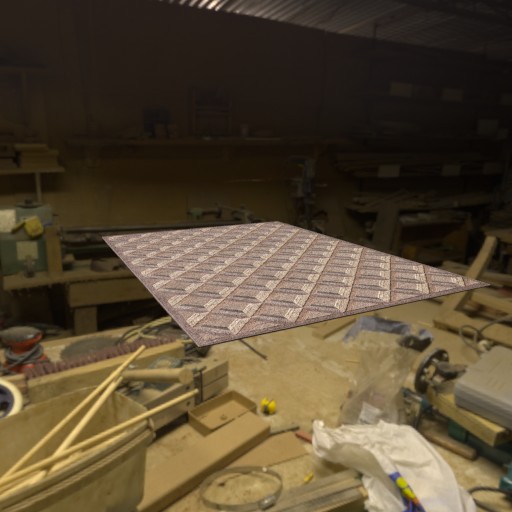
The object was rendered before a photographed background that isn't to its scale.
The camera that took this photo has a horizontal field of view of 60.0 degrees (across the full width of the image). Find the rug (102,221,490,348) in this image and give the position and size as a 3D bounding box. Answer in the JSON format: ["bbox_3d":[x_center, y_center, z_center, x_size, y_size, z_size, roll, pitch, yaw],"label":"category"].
[{"bbox_3d":[0.000,0.000,4.304,2.382,0.018,3.294,-7,16,-26],"label":"rug"}]
